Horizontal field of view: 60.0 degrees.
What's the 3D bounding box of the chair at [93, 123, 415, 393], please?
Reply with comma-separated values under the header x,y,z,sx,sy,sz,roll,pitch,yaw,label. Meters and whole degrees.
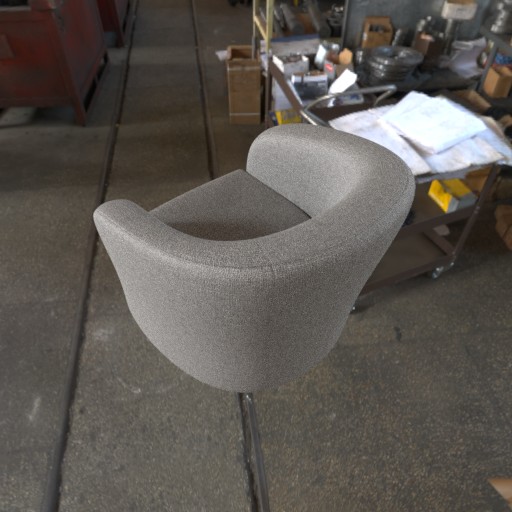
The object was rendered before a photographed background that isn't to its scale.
x,y,z,sx,sy,sz,roll,pitch,yaw,label
0.000,0.000,1.448,0.791,0.771,0.815,-32,53,-28,chair
